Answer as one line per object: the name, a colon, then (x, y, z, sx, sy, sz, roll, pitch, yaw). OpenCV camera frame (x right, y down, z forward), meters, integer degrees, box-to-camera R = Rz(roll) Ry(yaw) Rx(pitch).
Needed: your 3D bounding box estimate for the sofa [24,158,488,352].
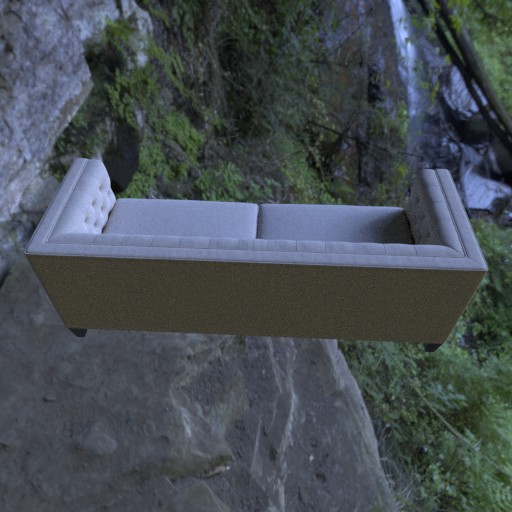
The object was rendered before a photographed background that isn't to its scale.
sofa: (0.000, 0.000, 2.577, 2.159, 0.762, 0.775, 2, 48, 2)
